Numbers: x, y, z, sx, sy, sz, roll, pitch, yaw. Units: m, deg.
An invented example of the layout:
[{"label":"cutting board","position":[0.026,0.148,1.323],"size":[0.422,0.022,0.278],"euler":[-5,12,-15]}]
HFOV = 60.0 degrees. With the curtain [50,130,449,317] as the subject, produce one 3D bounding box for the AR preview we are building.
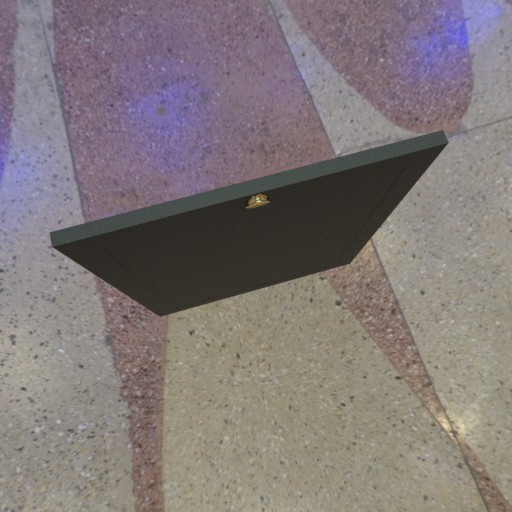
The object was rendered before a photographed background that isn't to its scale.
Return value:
[{"label":"curtain","position":[0.000,0.000,0.803],"size":[0.483,0.585,0.027],"euler":[-15,75,-4]}]
